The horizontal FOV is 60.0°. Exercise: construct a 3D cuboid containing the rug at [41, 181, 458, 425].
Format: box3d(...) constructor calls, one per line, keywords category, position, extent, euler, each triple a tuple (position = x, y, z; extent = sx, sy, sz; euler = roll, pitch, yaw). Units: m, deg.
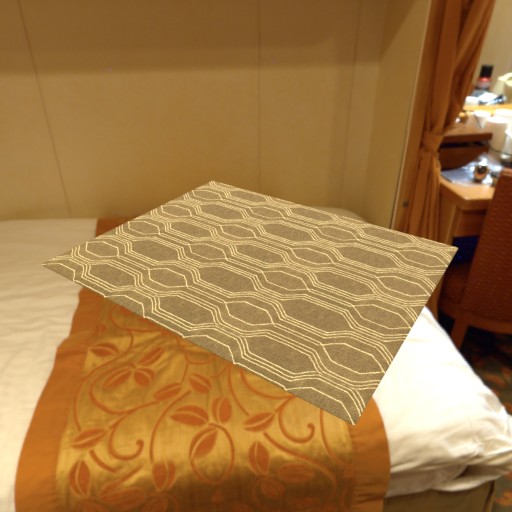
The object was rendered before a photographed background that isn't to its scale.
box3d(category="rug", position=(0.000, 0.000, 4.160), extent=(3.062, 0.012, 2.457), euler=(20, 36, 29))
